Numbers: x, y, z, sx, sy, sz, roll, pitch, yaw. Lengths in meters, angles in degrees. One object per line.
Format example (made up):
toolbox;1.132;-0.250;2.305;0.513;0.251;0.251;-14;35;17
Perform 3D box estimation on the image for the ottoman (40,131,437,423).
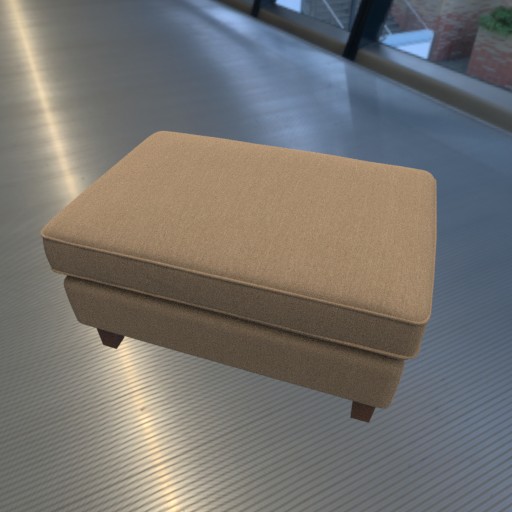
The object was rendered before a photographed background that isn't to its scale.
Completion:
ottoman;0.000;0.000;1.313;0.945;0.521;0.636;12;42;14
